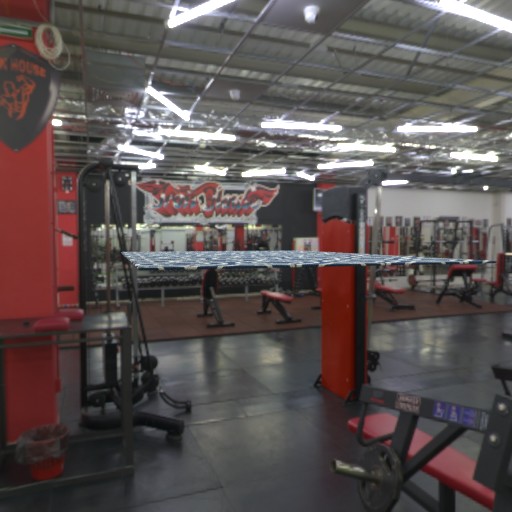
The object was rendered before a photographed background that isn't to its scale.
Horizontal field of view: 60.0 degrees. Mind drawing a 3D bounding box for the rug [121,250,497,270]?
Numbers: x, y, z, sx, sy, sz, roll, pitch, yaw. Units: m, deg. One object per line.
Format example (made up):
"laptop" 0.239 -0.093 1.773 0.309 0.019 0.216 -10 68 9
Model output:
"rug" 0.000 0.000 2.711 1.524 0.010 2.134 -1 2 -18
